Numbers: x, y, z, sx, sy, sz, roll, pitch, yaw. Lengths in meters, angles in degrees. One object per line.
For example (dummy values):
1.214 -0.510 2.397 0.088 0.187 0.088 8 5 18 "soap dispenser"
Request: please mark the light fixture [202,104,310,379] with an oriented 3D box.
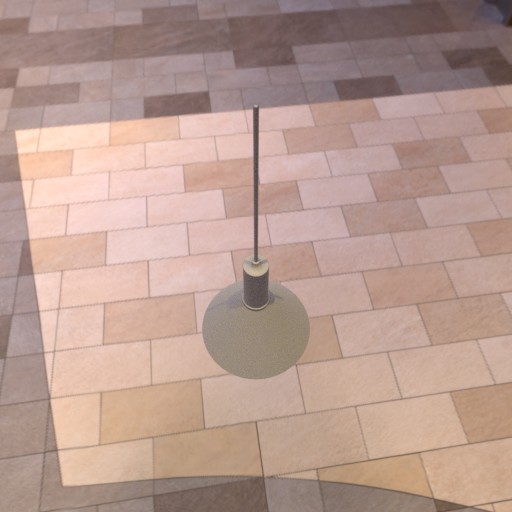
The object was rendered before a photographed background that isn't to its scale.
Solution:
0.000 0.000 0.820 0.267 0.683 0.267 31 63 18 "light fixture"
